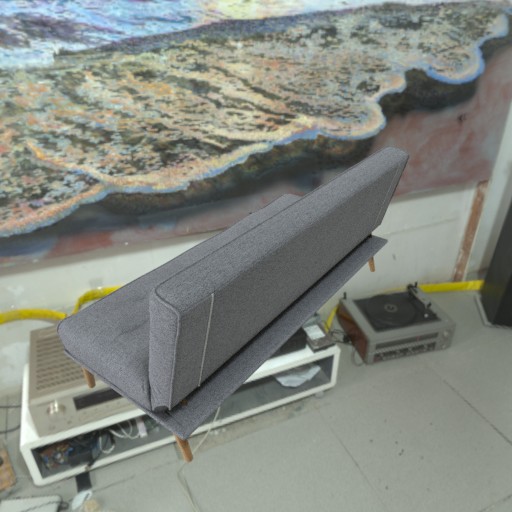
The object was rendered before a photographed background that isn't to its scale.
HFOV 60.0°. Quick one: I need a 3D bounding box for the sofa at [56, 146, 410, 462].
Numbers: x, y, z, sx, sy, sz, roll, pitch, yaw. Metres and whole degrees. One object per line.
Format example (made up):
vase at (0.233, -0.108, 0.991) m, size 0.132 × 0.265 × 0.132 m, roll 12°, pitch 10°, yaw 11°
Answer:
sofa at (0.000, 0.000, 2.277) m, size 0.810 × 0.830 × 1.820 m, roll 21°, pitch 37°, yaw 31°
